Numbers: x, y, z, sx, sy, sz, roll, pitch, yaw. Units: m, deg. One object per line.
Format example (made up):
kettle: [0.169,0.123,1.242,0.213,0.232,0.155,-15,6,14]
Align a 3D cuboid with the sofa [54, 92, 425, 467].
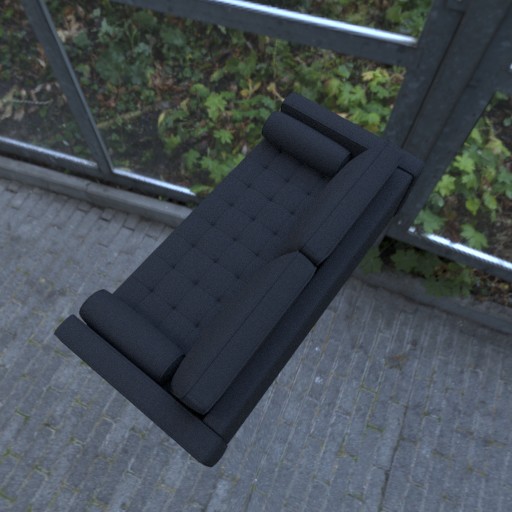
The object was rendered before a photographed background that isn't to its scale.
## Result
sofa: [0.000,0.000,2.356,0.914,0.759,1.875,34,68,16]
